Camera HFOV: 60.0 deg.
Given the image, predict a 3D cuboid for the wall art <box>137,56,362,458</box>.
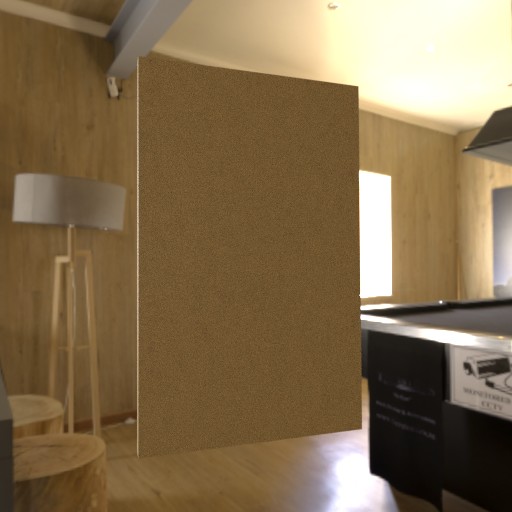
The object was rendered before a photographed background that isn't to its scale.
[{"bbox_3d":[0.000,0.000,0.984,0.510,0.810,0.039,0,-1,-18],"label":"wall art"}]
